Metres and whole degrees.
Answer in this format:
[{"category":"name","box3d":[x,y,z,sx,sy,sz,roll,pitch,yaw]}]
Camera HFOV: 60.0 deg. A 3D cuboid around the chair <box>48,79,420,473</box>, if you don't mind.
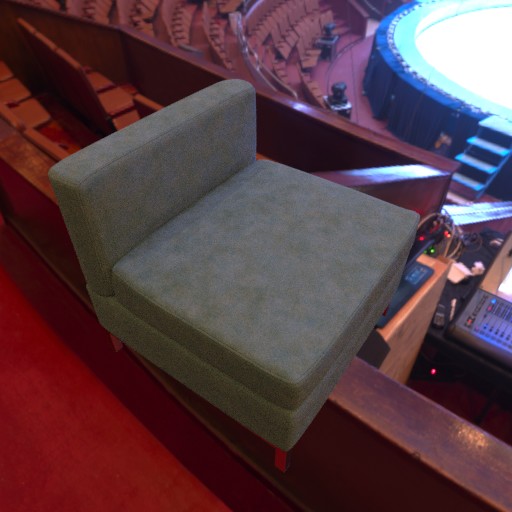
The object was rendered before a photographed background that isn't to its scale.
[{"category":"chair","box3d":[0.000,0.000,1.218,0.685,0.660,0.684,26,48,25]}]
